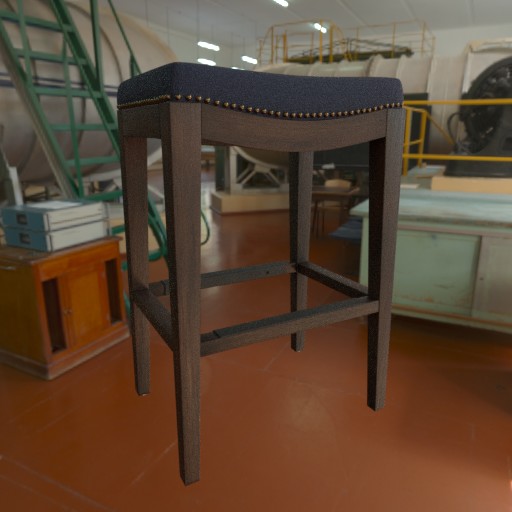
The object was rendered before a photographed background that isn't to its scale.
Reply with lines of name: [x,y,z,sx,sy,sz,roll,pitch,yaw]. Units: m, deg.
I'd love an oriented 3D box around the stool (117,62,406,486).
stool: [0.000,0.000,0.984,0.498,0.740,0.358,-9,18,-28]
